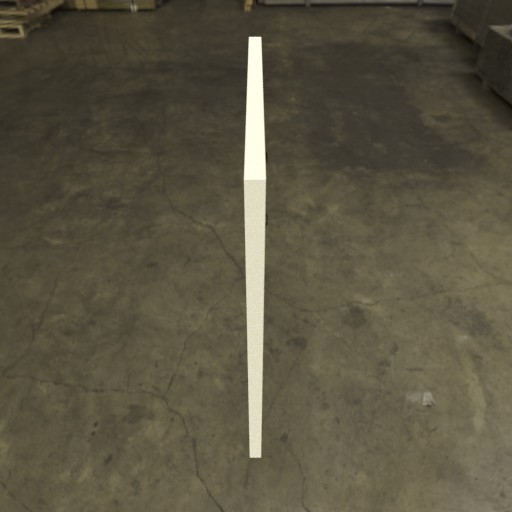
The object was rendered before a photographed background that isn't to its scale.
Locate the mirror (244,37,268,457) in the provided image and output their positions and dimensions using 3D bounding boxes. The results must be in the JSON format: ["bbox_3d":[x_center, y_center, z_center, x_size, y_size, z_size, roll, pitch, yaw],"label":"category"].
[{"bbox_3d":[0.000,0.000,1.335,0.040,1.016,0.762,0,42,0],"label":"mirror"}]
